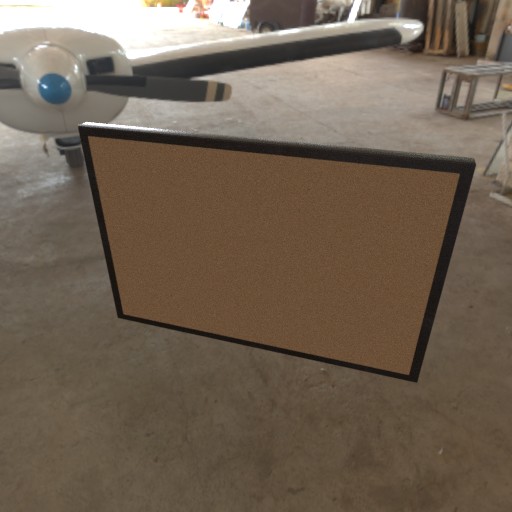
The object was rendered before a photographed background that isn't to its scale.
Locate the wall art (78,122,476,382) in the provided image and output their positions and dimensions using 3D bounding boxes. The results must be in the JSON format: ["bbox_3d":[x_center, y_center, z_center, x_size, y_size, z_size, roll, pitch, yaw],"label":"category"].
[{"bbox_3d":[0.000,0.000,1.153,0.912,0.612,0.038,9,33,15],"label":"wall art"}]
